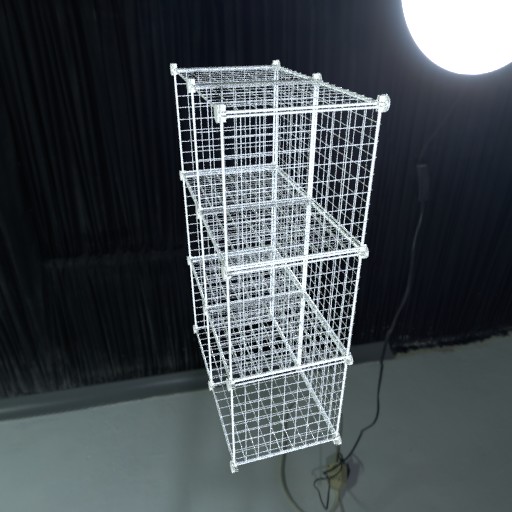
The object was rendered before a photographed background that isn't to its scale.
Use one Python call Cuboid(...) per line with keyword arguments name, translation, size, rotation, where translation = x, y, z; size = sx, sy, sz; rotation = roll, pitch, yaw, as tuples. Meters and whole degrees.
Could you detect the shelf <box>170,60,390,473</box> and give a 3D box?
Cuboid(name="shelf", translation=(0.000, 0.000, 1.404), size=(0.356, 1.067, 0.711), rotation=(-8, 31, -14))
